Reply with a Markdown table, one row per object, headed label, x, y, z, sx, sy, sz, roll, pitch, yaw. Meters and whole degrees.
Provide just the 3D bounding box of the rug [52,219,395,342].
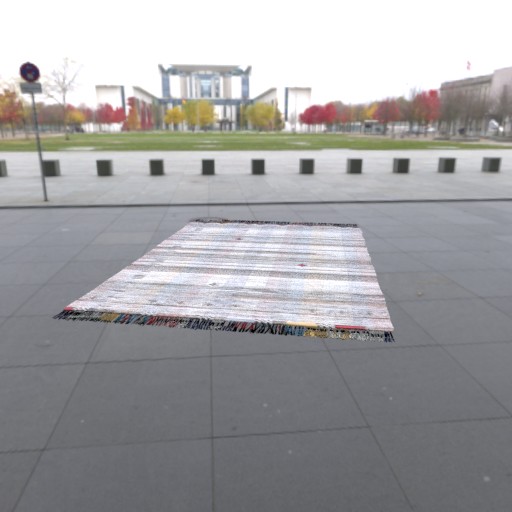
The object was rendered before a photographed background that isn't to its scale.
| label | x | y | z | sx | sy | sz | roll | pitch | yaw |
| --- | --- | --- | --- | --- | --- | --- | --- | --- | --- |
| rug | 0.000 | 0.000 | 2.372 | 1.217 | 0.012 | 1.848 | 3 | 16 | 9 |
